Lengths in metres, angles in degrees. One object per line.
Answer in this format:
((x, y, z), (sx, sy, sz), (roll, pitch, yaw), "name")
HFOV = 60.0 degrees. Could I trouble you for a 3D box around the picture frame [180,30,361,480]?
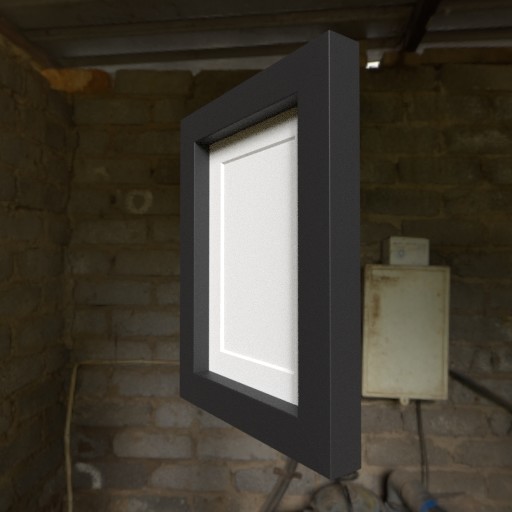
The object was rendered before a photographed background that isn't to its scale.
((0.000, 0.000, 0.276), (0.028, 0.208, 0.157), (1, -2, -35), "picture frame")
